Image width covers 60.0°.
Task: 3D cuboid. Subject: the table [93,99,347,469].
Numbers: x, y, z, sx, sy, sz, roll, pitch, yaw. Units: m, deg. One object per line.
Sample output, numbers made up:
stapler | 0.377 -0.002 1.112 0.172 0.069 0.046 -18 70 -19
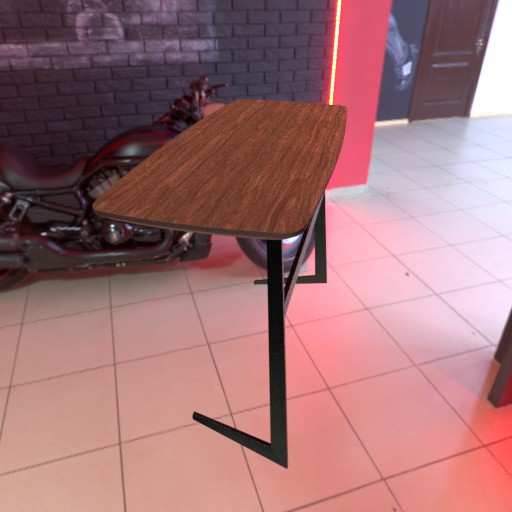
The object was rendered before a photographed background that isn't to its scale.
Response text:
table | 0.000 0.000 1.100 0.361 0.576 0.804 8 32 12
